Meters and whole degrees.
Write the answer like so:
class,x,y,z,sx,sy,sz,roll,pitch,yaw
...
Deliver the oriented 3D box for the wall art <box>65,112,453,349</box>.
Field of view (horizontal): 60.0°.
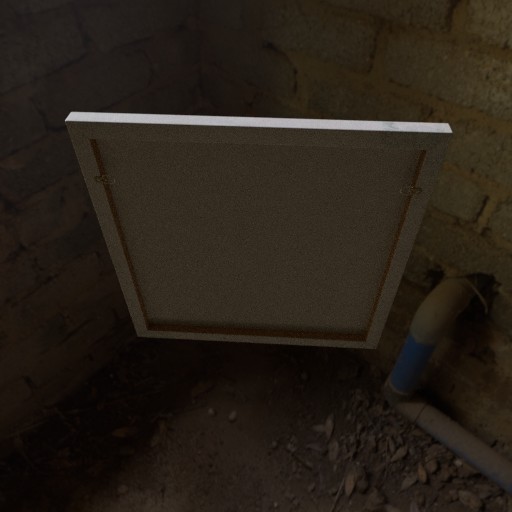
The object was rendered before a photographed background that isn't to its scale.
class,x,y,z,sx,sy,sz,roll,pitch,yaw
wall art,0.000,0.000,1.152,0.762,0.762,0.041,3,46,2
